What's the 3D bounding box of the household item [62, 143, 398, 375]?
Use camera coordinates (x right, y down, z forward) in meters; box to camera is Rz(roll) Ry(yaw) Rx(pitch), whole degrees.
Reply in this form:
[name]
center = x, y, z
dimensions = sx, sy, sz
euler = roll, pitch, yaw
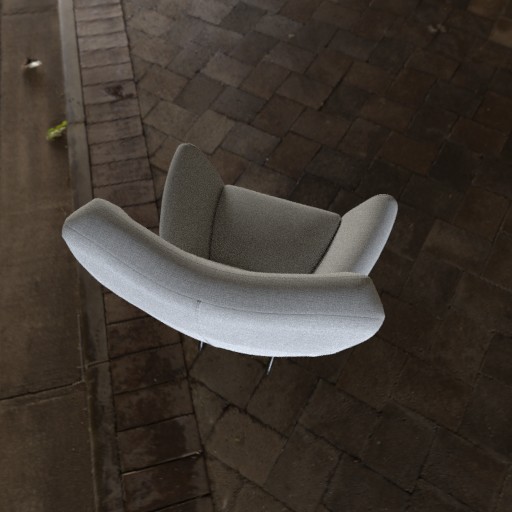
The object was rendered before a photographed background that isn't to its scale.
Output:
[household item]
center = 0.000, 0.000, 1.758
dimensions = 0.980, 1.050, 0.900
euler = 16, 64, 8
